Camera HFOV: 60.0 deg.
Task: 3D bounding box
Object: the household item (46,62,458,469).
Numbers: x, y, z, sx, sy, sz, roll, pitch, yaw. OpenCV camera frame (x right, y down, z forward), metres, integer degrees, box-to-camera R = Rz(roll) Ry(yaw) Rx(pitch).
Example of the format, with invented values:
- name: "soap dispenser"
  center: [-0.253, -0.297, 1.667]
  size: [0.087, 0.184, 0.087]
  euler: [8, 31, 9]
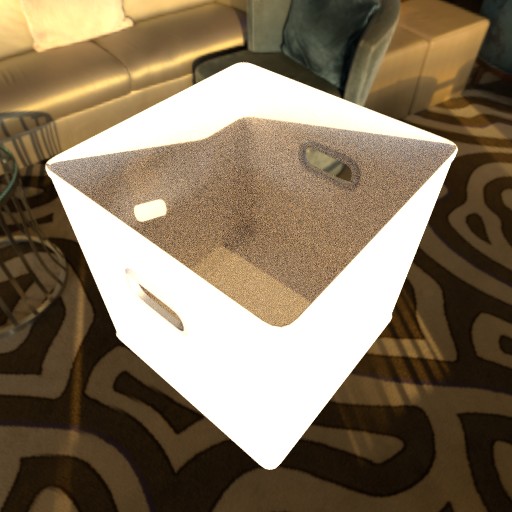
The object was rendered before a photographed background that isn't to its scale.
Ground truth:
- name: "household item"
  center: [0.000, 0.000, 0.557]
  size: [0.305, 0.305, 0.305]
  euler: [32, 55, 26]
